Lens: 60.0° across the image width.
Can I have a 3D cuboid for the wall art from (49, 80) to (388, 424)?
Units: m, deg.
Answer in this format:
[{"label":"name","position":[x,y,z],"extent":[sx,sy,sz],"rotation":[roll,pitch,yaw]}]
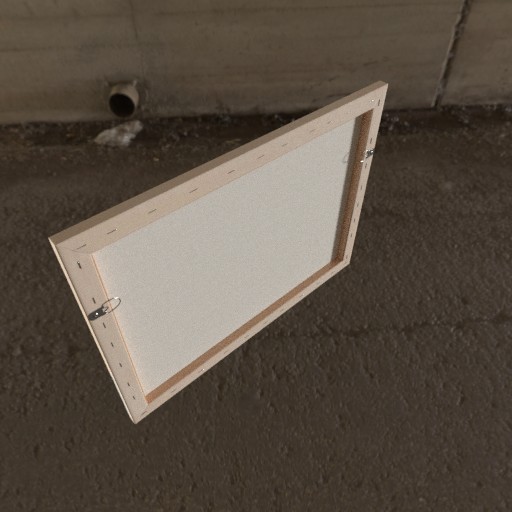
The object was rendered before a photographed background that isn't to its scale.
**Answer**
[{"label":"wall art","position":[0.000,0.000,1.596],"extent":[1.219,0.912,0.042],"rotation":[-33,54,-28]}]
